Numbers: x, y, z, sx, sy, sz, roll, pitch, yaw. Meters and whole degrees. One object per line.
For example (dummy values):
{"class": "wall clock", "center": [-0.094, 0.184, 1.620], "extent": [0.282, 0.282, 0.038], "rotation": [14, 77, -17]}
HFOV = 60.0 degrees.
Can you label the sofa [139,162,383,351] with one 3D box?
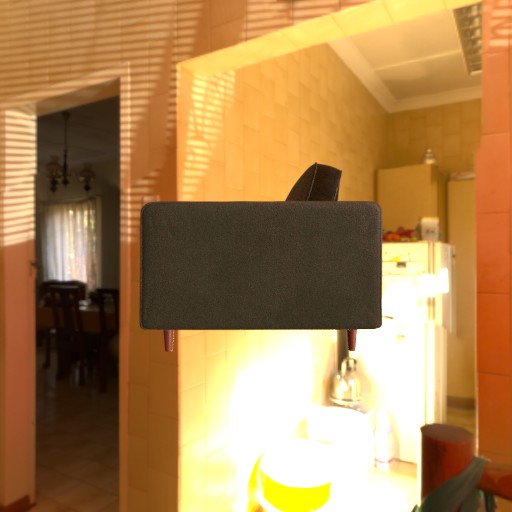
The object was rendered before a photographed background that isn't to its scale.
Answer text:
{"class": "sofa", "center": [0.000, 0.000, 2.717], "extent": [0.918, 0.769, 2.199], "rotation": [0, 0, 0]}
